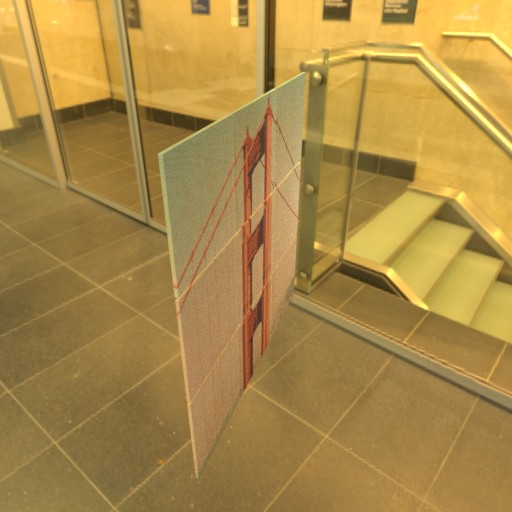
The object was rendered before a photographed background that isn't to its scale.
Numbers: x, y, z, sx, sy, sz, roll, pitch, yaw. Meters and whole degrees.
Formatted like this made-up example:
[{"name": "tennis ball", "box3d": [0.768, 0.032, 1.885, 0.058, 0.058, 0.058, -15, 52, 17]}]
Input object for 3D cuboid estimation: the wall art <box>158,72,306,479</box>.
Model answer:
[{"name": "wall art", "box3d": [0.000, 0.000, 1.793, 0.013, 1.219, 1.214, 11, 33, 18]}]
